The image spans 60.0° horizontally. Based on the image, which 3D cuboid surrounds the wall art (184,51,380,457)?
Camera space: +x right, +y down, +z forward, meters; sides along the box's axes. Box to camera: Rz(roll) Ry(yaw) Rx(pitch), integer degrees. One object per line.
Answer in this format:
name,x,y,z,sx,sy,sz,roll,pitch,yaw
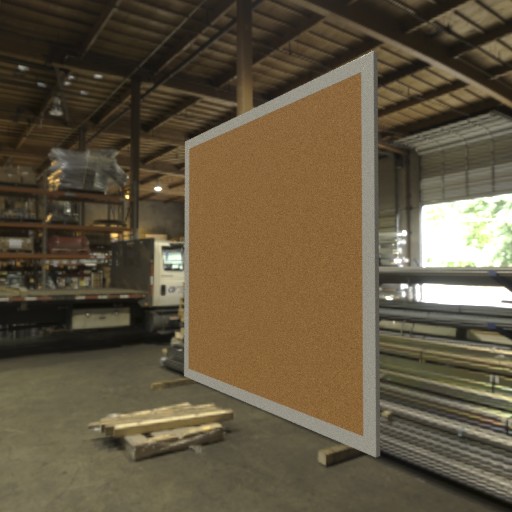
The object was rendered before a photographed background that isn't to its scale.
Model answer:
wall art,0.000,0.000,1.215,0.013,0.813,0.812,1,-2,-37
